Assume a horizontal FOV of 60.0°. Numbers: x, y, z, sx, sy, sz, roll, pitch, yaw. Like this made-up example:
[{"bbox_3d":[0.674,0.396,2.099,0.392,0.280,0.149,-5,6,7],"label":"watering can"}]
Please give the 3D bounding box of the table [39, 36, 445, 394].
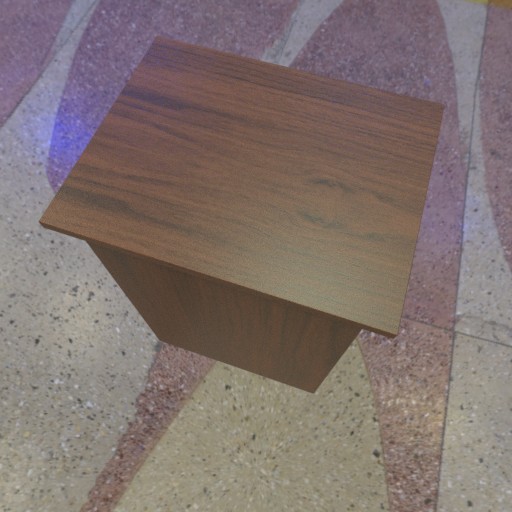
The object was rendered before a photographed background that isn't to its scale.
[{"bbox_3d":[0.000,0.000,0.917,0.480,0.636,0.381,17,65,8],"label":"table"}]
